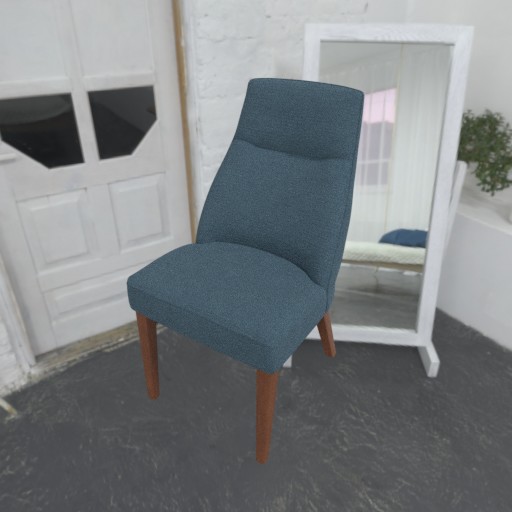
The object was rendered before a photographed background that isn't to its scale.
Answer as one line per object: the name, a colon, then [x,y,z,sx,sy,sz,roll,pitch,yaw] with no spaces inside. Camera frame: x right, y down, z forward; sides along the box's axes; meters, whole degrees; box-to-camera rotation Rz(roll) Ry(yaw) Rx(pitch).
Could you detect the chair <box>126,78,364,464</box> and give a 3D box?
chair: [0.000,0.000,1.347,0.500,0.930,0.620,18,36,28]
